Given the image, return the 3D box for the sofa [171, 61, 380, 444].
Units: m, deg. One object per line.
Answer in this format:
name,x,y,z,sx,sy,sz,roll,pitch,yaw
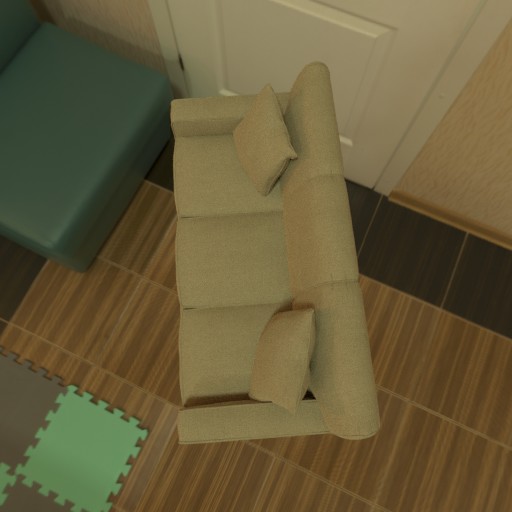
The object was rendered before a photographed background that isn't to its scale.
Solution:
sofa,0.000,0.000,2.643,0.997,0.958,2.024,-4,73,-1
